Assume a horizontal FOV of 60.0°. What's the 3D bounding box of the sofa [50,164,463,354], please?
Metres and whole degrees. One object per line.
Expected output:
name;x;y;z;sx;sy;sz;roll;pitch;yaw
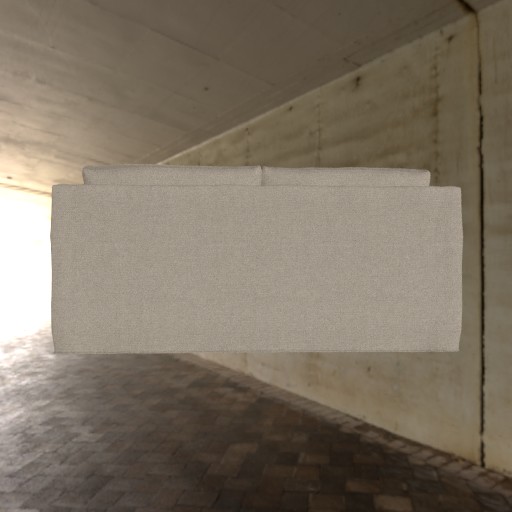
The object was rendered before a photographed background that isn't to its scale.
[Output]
sofa;0.000;0.000;2.322;1.766;0.828;0.956;0;-1;-2
